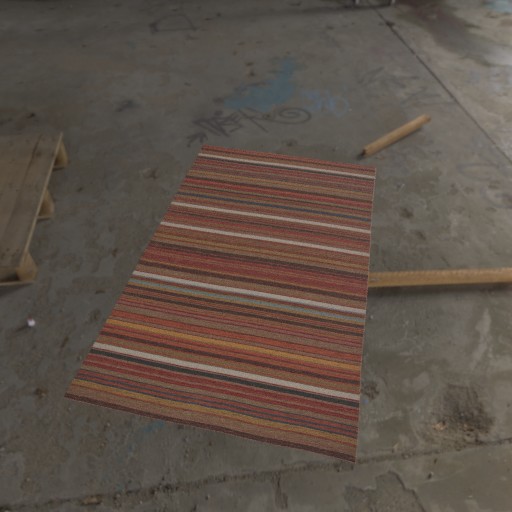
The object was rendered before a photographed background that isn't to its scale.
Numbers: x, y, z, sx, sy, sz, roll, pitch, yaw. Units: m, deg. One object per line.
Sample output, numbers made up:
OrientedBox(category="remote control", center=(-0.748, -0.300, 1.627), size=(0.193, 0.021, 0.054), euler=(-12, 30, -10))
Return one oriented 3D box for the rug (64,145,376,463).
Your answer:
OrientedBox(category="rug", center=(0.000, 0.000, 3.027), size=(1.523, 0.008, 2.438), euler=(9, 48, 9))
